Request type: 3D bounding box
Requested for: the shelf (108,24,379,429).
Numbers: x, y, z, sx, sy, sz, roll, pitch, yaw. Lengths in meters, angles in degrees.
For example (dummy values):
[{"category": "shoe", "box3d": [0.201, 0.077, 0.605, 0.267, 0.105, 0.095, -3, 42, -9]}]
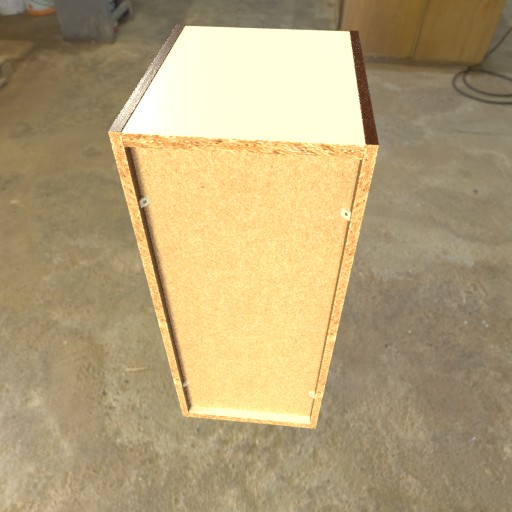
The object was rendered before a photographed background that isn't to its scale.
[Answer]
[{"category": "shelf", "box3d": [0.000, 0.000, 0.721, 0.253, 0.600, 0.290, 4, 46, 4]}]
